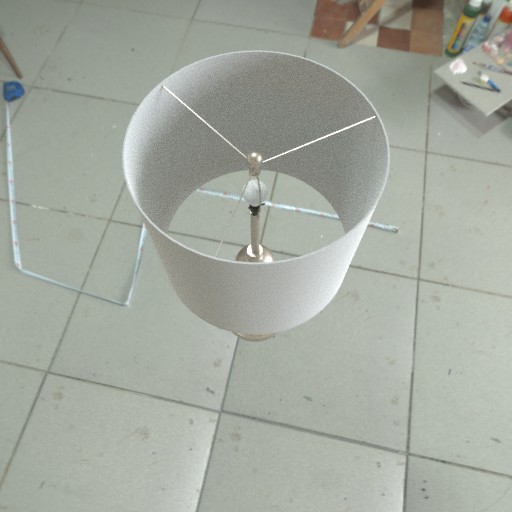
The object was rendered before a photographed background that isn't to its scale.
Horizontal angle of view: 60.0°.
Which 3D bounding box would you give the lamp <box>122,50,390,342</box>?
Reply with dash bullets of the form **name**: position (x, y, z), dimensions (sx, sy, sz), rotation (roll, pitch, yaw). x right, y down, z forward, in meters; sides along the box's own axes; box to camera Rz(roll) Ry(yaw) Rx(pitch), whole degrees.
- **lamp**: position (0.000, 0.000, 0.700), dimensions (0.277, 0.538, 0.277), rotation (-16, 65, -7)
